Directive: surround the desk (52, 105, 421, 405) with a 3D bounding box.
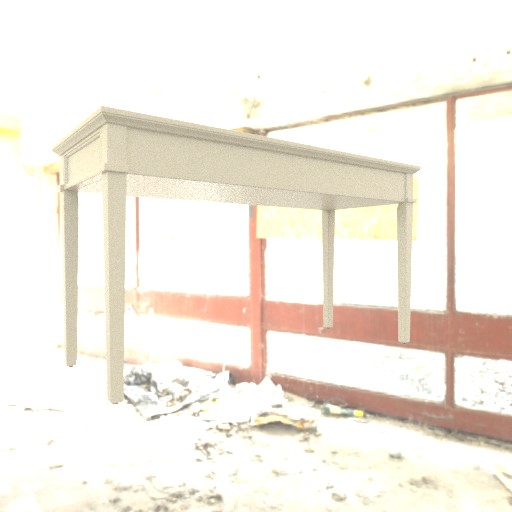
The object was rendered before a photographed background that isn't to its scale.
[{"bbox_3d":[0.000,0.000,1.745,1.372,0.774,0.559,-1,1,-36],"label":"desk"}]
